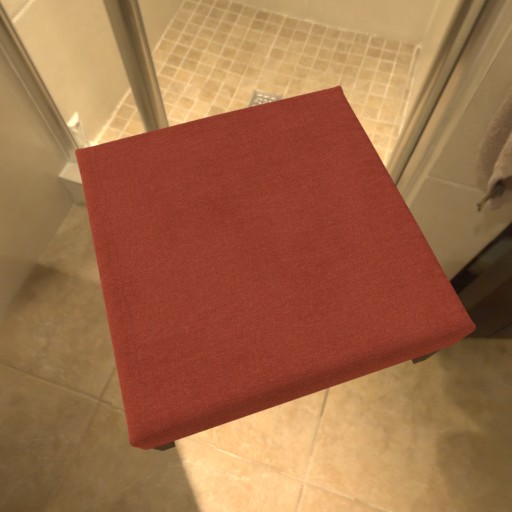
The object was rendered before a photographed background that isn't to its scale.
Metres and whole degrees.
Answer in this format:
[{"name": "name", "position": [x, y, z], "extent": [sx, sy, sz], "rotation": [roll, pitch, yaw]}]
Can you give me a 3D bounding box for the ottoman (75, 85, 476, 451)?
[{"name": "ottoman", "position": [0.000, 0.000, 1.379], "extent": [0.890, 0.411, 0.889], "rotation": [-16, 65, -8]}]
